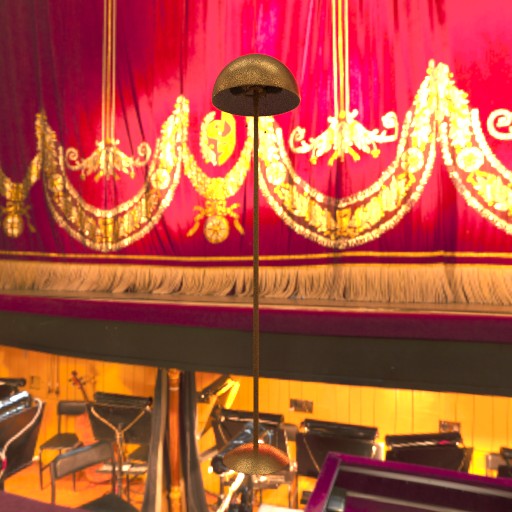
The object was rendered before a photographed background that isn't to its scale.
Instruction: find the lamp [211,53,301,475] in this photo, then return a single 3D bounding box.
[{"bbox_3d":[0.000,0.000,1.626,0.328,1.480,0.328,0,-1,17],"label":"lamp"}]
